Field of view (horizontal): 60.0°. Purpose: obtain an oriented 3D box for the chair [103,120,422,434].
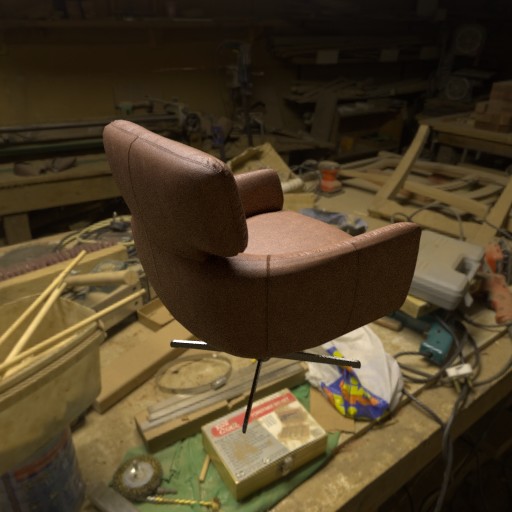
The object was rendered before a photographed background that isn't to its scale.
[{"bbox_3d":[0.000,0.000,1.351,0.715,0.812,0.706,-18,32,-31],"label":"chair"}]
